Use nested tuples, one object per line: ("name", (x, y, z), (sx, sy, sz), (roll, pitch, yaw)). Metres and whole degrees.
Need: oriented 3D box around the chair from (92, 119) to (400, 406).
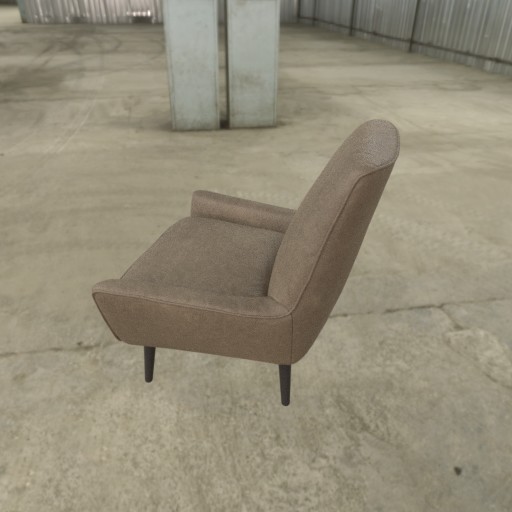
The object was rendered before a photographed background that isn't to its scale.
("chair", (0.000, 0.000, 1.534), (0.824, 0.888, 0.787), (9, 32, 14))
